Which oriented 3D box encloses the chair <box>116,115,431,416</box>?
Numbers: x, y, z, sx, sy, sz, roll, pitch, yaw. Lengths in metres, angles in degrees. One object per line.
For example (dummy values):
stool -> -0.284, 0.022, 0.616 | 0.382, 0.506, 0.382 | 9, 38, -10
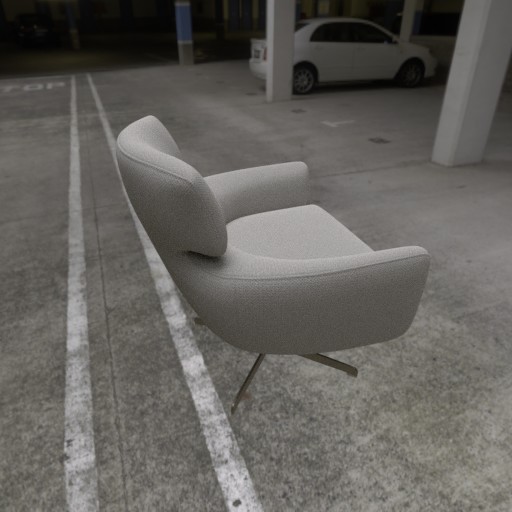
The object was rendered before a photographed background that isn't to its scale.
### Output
chair -> 0.000, 0.000, 1.383 | 0.730, 0.810, 0.760 | -11, 33, -18
